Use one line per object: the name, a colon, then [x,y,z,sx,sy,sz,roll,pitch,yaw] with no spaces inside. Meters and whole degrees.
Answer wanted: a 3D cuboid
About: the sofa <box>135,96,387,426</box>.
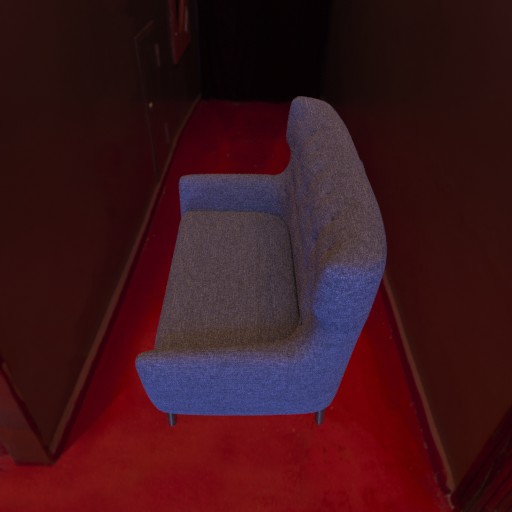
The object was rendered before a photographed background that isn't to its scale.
sofa: [0.000,0.000,2.071,0.874,1.028,1.358,0,40,0]
